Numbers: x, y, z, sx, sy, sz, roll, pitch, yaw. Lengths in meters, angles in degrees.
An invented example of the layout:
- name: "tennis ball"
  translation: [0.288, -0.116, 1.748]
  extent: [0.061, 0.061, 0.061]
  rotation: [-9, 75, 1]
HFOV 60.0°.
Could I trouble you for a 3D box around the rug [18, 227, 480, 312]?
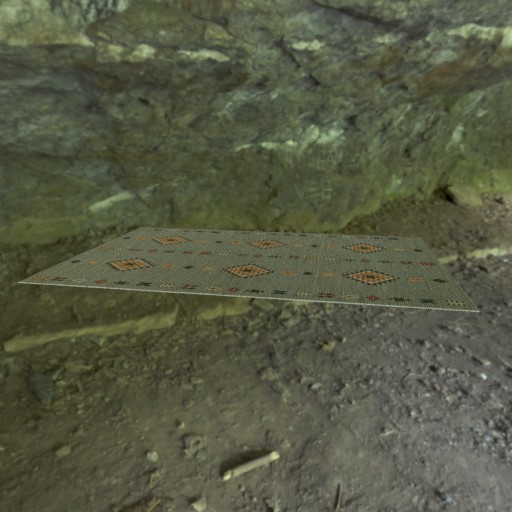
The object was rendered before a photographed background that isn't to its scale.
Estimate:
- name: "rug"
  translation: [0.000, 0.000, 2.290]
  extent: [1.818, 0.005, 1.217]
  rotation: [3, 15, 10]
